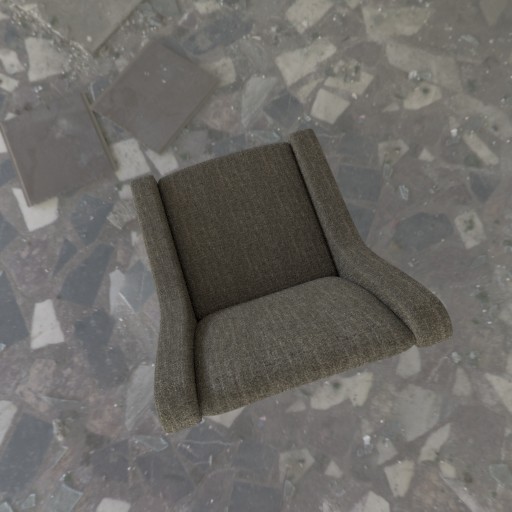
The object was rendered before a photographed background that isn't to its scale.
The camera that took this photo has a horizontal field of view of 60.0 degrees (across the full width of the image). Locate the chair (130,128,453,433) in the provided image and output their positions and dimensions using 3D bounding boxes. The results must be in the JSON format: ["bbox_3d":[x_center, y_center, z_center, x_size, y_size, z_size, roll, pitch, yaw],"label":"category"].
[{"bbox_3d":[0.000,0.000,1.686,0.793,1.012,0.944,-17,77,-4],"label":"chair"}]
